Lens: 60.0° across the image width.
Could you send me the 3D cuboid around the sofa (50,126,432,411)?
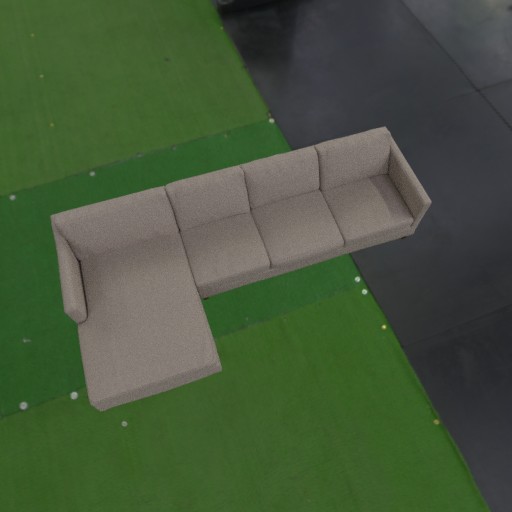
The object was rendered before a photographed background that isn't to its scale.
[{"bbox_3d":[0.000,0.000,3.889,3.186,0.846,1.625,-17,64,-8],"label":"sofa"}]
